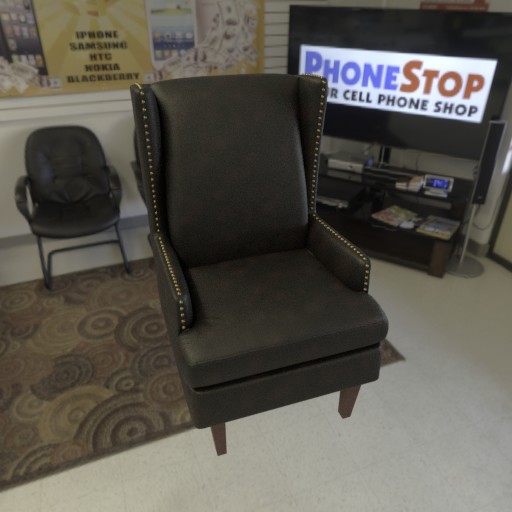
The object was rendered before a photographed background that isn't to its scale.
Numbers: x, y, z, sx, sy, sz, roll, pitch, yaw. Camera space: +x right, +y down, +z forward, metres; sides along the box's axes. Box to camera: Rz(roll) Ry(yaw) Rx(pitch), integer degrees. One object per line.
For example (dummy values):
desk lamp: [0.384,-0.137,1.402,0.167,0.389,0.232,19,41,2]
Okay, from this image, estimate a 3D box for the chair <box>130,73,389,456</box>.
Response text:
chair: [0.000,0.000,1.621,0.703,1.142,0.799,-10,32,-16]
